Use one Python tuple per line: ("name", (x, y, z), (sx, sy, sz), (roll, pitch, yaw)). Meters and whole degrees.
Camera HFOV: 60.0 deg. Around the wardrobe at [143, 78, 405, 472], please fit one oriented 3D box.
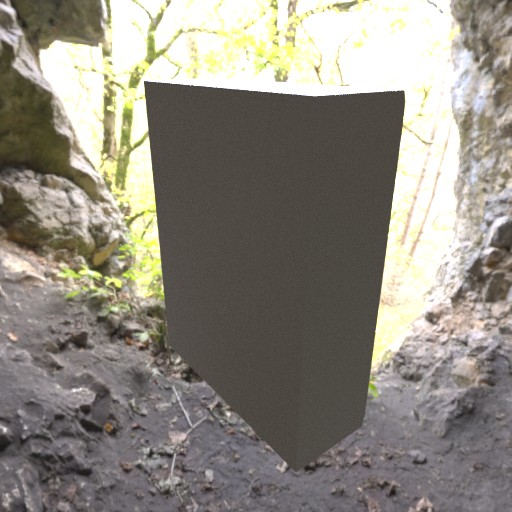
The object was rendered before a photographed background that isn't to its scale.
("wardrobe", (0.000, 0.000, 1.659), (0.360, 1.200, 0.900), (-17, 29, -34))
